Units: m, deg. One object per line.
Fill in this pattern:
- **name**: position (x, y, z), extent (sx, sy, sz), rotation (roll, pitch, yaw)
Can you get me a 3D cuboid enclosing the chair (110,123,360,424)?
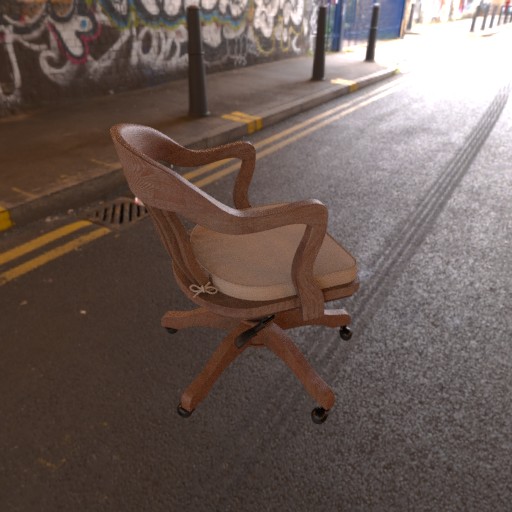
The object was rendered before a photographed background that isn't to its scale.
- **chair**: position (0.000, 0.000, 1.463), extent (0.788, 0.878, 0.750), rotation (-10, 31, -16)
